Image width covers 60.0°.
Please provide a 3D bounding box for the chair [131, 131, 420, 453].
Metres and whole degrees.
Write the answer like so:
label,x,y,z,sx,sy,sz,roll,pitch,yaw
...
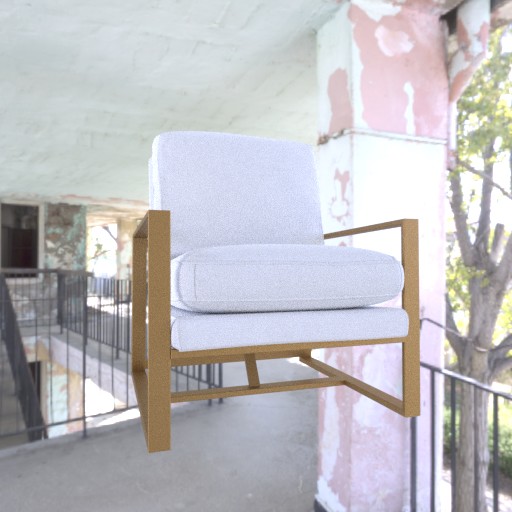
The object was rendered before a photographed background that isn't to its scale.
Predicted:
label,x,y,z,sx,sy,sz,roll,pitch,yaw
chair,0.000,0.000,1.559,0.805,0.966,0.813,0,0,-19
